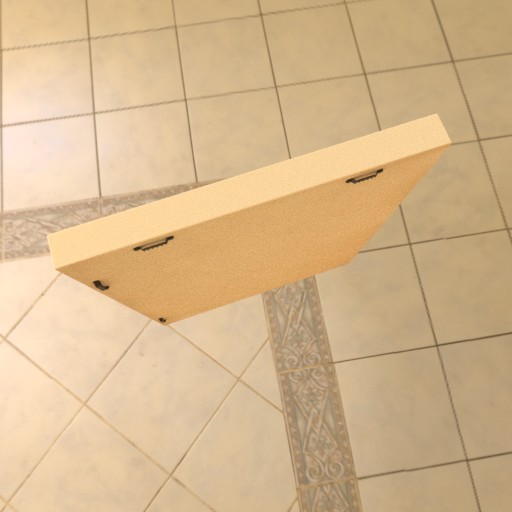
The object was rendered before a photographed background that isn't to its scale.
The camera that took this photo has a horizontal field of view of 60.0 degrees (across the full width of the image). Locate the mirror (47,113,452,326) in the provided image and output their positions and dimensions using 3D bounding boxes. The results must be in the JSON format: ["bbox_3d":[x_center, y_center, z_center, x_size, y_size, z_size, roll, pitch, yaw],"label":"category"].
[{"bbox_3d":[0.000,0.000,0.677,0.405,0.508,0.041,-18,76,-5],"label":"mirror"}]
